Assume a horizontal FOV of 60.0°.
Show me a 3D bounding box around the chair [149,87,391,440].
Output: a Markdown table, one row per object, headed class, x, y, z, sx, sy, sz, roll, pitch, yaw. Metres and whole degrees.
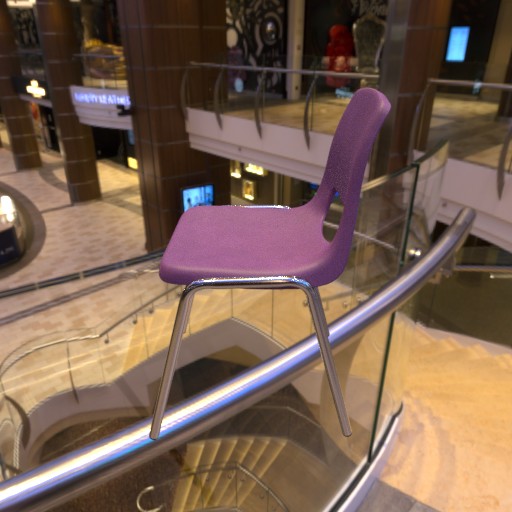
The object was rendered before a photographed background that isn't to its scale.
| class | x | y | z | sx | sy | sz | roll | pitch | yaw |
| --- | --- | --- | --- | --- | --- | --- | --- | --- | --- |
| chair | 0.000 | 0.000 | 0.923 | 0.432 | 0.654 | 0.381 | 0 | 26 | 1 |
